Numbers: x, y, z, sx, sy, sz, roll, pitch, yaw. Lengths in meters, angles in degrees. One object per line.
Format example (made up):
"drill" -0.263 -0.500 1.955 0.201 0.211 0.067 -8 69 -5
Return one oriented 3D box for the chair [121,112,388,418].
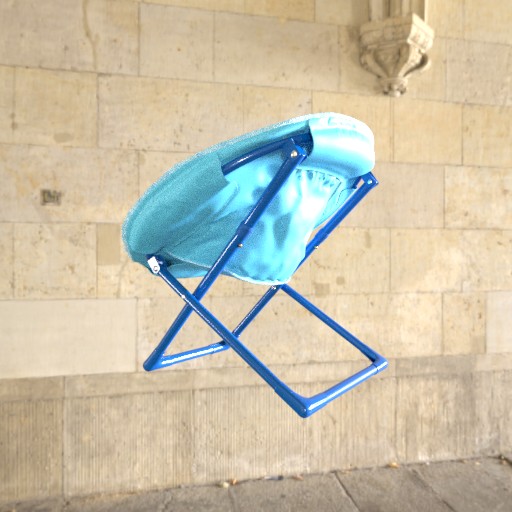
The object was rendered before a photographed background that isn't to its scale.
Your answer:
"chair" 0.000 0.000 0.915 0.465 0.478 0.520 0 0 35
